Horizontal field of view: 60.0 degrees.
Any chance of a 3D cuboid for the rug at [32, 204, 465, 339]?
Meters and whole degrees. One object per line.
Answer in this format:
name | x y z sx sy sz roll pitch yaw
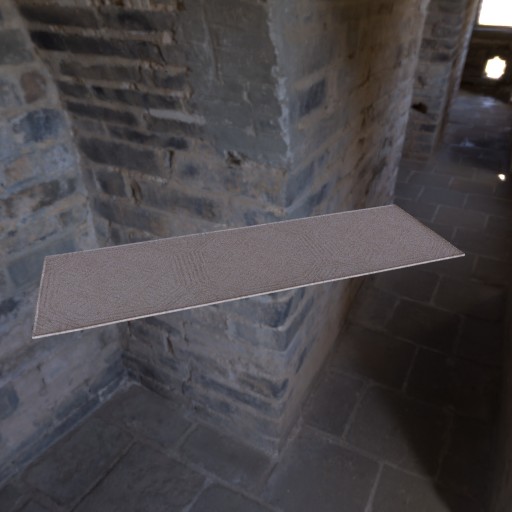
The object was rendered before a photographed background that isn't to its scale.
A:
rug | 0.000 0.000 2.707 2.452 0.012 0.775 -10 33 -15
